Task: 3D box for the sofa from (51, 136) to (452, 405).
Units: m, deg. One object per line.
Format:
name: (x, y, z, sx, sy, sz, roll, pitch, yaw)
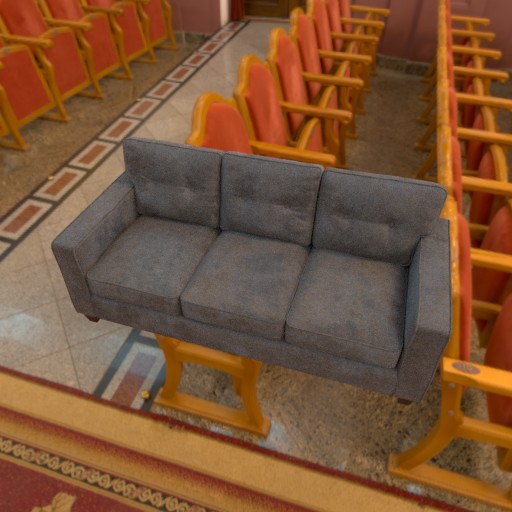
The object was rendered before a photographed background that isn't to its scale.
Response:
sofa: (0.000, 0.000, 2.633, 2.133, 0.965, 0.939, 12, 43, 13)
